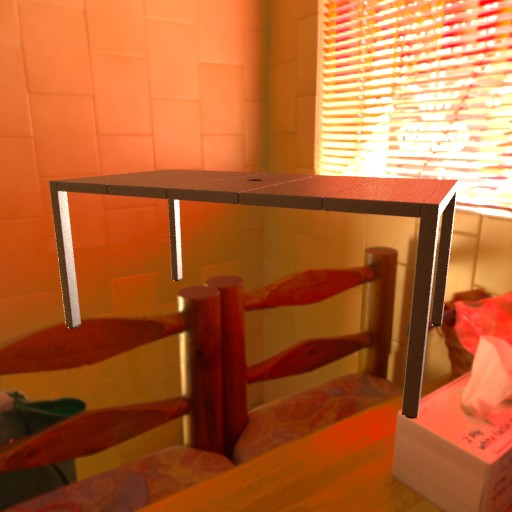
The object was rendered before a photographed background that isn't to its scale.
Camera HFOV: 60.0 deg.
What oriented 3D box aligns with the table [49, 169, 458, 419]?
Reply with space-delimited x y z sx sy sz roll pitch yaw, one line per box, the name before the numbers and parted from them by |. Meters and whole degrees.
table | 0.000 0.000 2.159 1.680 0.735 0.914 7 16 26
